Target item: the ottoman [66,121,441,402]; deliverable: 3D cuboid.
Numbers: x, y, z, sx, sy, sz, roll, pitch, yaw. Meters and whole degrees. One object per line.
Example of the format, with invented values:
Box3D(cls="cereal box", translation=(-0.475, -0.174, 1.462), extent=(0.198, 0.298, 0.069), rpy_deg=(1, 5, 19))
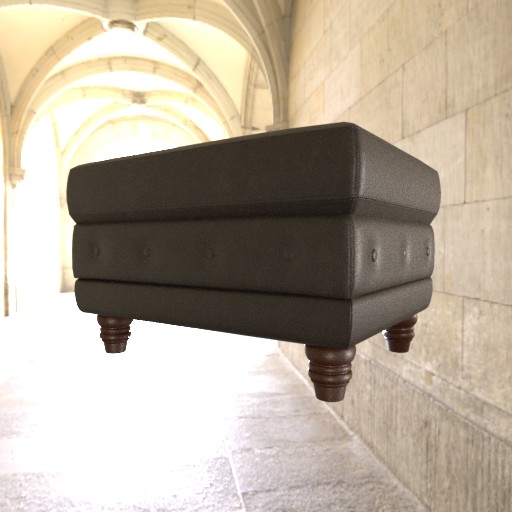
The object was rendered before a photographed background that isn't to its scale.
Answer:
Box3D(cls="ottoman", translation=(0.000, 0.000, 1.154), extent=(0.795, 0.498, 0.590), rpy_deg=(1, 2, 34))
